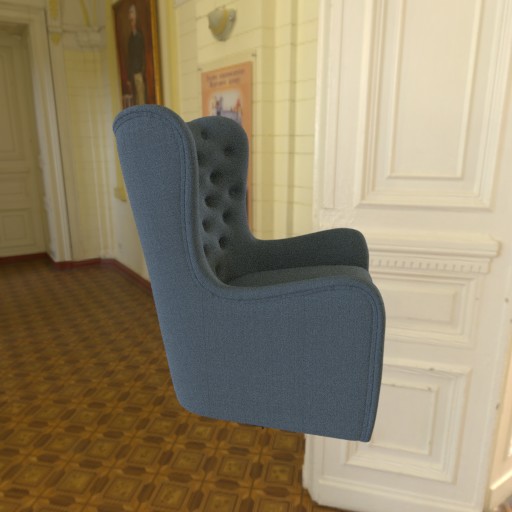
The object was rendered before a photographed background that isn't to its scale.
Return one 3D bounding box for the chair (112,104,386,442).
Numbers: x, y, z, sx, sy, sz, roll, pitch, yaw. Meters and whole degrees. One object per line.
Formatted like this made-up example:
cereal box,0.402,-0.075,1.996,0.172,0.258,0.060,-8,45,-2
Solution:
chair,0.000,0.000,1.729,0.930,1.079,0.831,3,15,10
